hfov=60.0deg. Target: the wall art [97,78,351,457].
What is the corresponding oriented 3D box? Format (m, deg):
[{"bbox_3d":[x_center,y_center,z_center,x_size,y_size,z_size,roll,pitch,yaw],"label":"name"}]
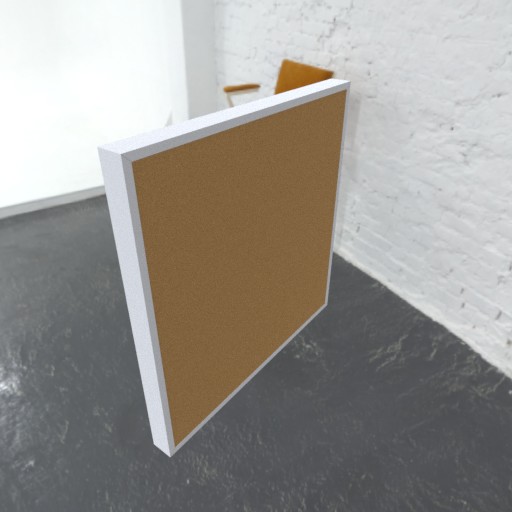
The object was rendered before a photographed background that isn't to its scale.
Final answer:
[{"bbox_3d":[0.000,0.000,0.772,0.040,0.509,0.509,22,38,31],"label":"wall art"}]
